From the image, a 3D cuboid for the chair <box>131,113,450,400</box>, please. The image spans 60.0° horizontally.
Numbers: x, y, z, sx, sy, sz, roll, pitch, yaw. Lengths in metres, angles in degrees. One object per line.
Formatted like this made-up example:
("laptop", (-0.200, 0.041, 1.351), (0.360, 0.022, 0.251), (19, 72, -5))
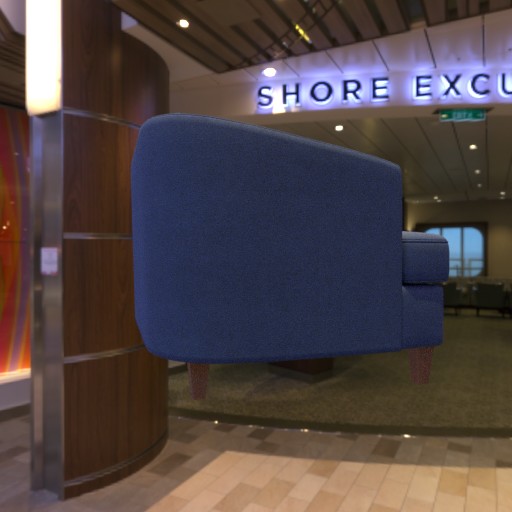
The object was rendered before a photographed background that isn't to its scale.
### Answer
("chair", (0.000, 0.000, 1.729), (0.914, 0.787, 1.118), (0, 1, -18))
